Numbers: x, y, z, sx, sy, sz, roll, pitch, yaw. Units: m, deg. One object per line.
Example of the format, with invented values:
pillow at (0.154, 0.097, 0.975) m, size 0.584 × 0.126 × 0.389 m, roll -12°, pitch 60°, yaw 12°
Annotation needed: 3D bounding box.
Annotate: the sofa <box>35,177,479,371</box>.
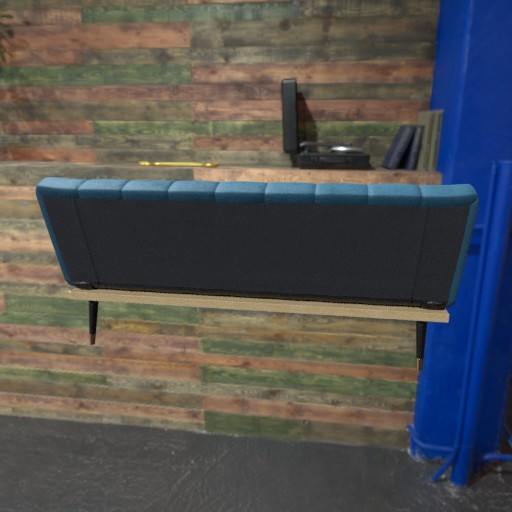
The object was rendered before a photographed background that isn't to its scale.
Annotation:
sofa at (0.000, 0.000, 2.255) m, size 1.810 × 0.825 × 0.830 m, roll 2°, pitch 15°, yaw 9°
